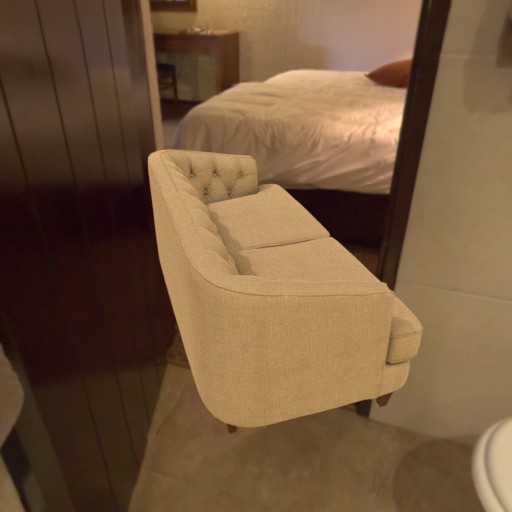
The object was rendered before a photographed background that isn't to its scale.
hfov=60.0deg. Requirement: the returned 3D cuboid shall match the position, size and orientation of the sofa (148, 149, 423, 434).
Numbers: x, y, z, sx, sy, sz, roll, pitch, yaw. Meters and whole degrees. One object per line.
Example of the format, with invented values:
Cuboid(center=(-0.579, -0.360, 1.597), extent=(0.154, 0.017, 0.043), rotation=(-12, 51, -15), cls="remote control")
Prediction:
Cuboid(center=(0.000, 0.000, 2.407), extent=(0.941, 0.855, 1.733), rotation=(-10, 32, -16), cls="sofa")
